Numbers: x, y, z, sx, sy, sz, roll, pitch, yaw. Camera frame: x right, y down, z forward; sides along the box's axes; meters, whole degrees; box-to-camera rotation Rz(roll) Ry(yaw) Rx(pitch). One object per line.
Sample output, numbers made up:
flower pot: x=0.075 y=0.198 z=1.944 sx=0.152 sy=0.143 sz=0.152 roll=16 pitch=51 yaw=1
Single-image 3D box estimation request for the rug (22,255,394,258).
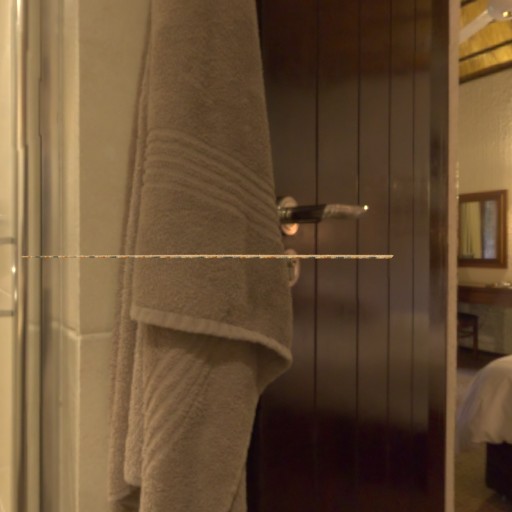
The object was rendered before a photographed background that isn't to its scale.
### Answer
rug: x=0.000 y=0.000 z=4.138 sx=2.439 sy=0.010 sz=3.048 roll=0 pitch=0 yaw=18
